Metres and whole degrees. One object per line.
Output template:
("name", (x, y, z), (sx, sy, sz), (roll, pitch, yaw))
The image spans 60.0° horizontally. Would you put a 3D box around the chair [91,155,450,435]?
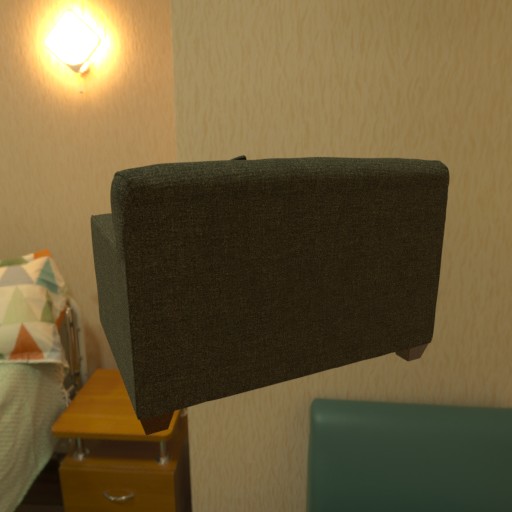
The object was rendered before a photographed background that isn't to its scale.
("chair", (0.000, 0.000, 2.099), (1.383, 0.948, 1.000), (-7, 16, -25))
